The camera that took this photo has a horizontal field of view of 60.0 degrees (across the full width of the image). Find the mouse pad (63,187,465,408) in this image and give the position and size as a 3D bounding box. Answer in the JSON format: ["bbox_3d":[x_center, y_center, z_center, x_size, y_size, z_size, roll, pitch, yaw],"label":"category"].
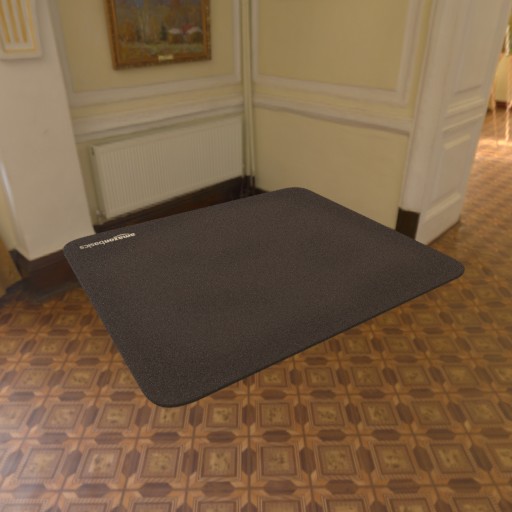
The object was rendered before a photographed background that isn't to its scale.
[{"bbox_3d":[0.000,0.000,0.345,0.249,0.002,0.211,-18,34,-29],"label":"mouse pad"}]
